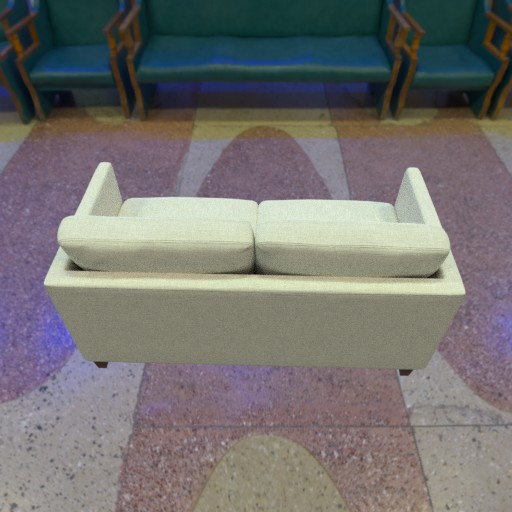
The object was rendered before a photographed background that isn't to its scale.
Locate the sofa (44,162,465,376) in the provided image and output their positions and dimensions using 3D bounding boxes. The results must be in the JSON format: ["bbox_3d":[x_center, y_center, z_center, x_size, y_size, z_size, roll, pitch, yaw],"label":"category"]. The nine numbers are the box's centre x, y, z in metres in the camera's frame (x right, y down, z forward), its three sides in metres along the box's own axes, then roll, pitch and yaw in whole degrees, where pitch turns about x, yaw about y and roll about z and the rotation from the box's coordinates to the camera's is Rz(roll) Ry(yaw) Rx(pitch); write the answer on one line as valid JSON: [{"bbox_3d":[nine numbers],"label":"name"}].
[{"bbox_3d":[0.000,0.000,2.411,1.838,0.963,0.950,1,47,1],"label":"sofa"}]
